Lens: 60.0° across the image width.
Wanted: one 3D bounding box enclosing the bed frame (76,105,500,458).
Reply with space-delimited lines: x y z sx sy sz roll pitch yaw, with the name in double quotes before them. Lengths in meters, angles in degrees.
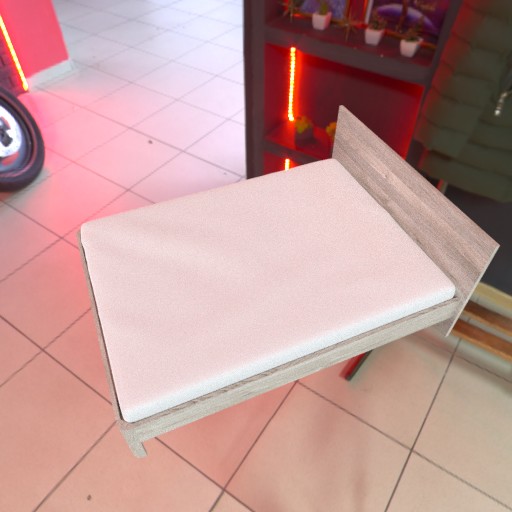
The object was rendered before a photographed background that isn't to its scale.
"bed frame" 0.000 0.000 2.659 1.950 0.800 1.490 -17 49 -16
